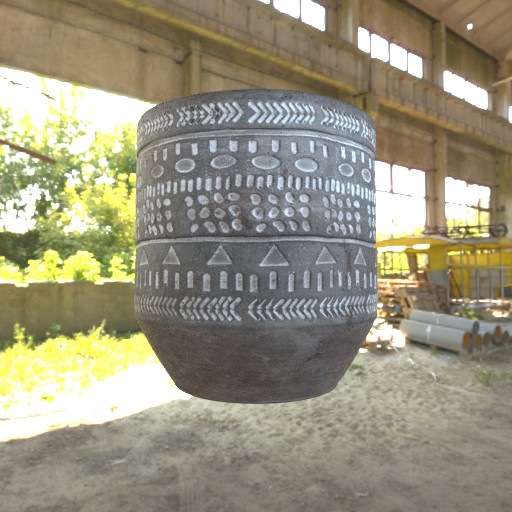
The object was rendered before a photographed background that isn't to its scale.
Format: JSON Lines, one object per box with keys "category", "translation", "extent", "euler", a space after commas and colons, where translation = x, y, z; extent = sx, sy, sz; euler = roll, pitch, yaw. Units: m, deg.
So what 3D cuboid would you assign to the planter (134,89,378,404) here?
{"category": "planter", "translation": [0.000, 0.000, 0.230], "extent": [0.122, 0.128, 0.122], "euler": [0, -2, 0]}
